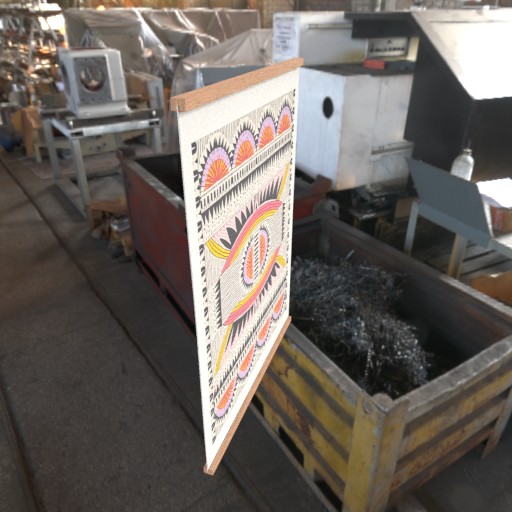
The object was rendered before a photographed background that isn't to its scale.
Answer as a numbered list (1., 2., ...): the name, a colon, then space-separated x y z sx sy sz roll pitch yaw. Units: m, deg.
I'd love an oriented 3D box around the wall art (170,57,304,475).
1. wall art: 0.000 0.000 1.316 0.028 1.016 0.765 10 31 18
